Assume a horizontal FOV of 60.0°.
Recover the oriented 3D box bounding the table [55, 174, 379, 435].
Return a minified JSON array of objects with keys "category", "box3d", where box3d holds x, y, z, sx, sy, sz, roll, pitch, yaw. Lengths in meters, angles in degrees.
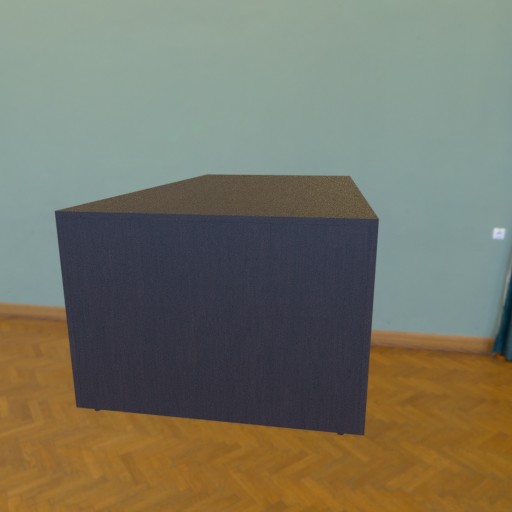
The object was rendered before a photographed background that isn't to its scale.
[{"category":"table","box3d":[0.000,0.000,1.372,0.597,0.424,1.099,2,14,9]}]
